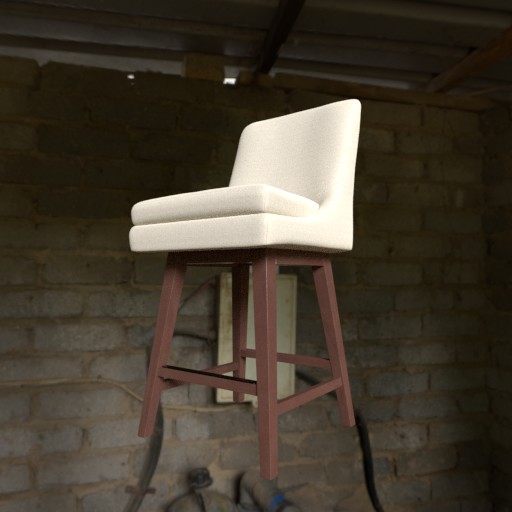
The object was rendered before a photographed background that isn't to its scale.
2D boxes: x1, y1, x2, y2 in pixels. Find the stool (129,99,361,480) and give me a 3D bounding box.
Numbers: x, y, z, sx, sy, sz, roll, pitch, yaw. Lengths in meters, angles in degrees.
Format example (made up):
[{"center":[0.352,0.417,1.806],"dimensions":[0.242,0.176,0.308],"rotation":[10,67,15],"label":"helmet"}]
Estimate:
[{"center":[0.000,0.000,1.291],"dimensions":[0.483,0.991,0.559],"rotation":[-2,-3,36],"label":"stool"}]
